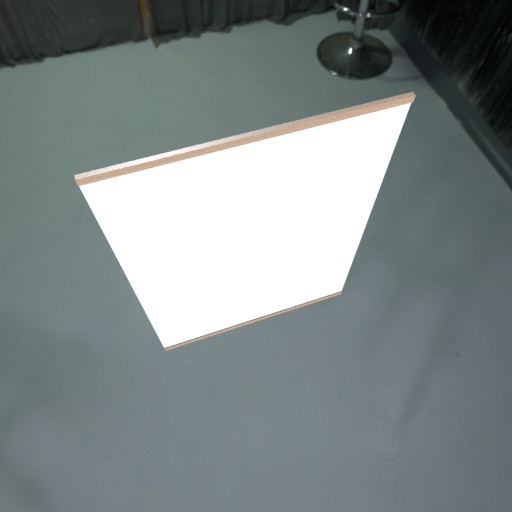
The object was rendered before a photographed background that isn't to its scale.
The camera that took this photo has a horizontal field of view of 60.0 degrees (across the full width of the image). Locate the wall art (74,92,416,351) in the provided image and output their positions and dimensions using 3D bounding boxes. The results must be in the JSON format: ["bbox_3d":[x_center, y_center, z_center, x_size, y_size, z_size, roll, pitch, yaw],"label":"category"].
[{"bbox_3d":[0.000,0.000,1.376,0.758,1.016,0.013,-17,60,-10],"label":"wall art"}]
